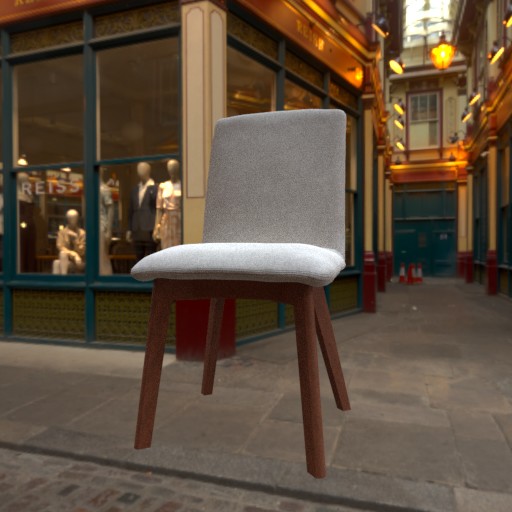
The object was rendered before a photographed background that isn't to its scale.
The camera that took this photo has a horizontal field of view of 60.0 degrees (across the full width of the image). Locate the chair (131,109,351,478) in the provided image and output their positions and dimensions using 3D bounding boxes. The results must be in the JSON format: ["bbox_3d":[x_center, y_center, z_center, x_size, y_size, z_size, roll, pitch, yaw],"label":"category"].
[{"bbox_3d":[0.000,0.000,1.296,0.522,0.974,0.563,0,1,18],"label":"chair"}]
